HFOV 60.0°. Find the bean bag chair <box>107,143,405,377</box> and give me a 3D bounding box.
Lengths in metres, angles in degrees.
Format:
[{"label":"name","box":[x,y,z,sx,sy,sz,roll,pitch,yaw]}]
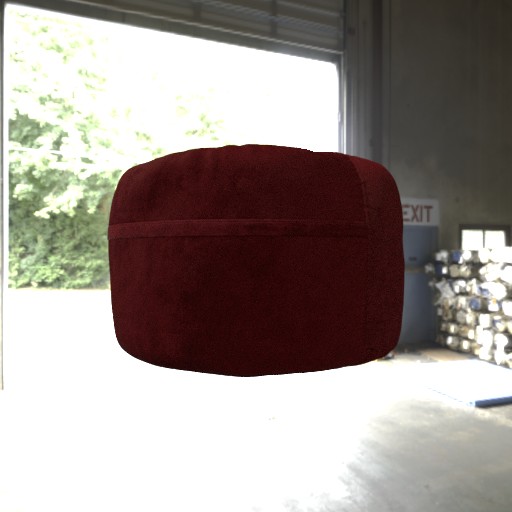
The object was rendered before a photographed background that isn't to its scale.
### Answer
[{"label":"bean bag chair","box":[0.000,0.000,1.917,1.219,0.762,1.219,0,1,0]}]
